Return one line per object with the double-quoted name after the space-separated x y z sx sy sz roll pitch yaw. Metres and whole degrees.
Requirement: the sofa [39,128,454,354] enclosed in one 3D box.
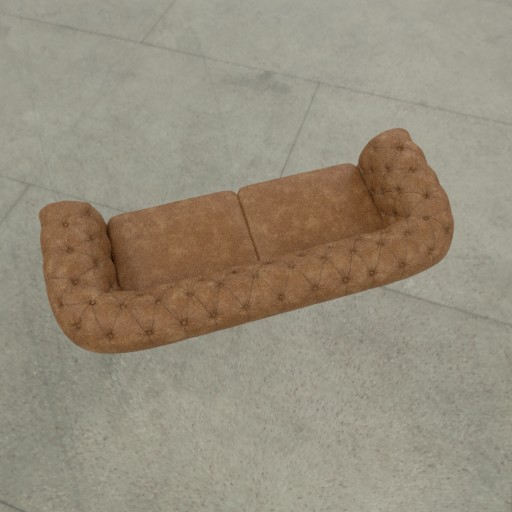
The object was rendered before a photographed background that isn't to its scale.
0.000 0.000 2.742 2.365 0.760 0.989 -14 60 -8 "sofa"
